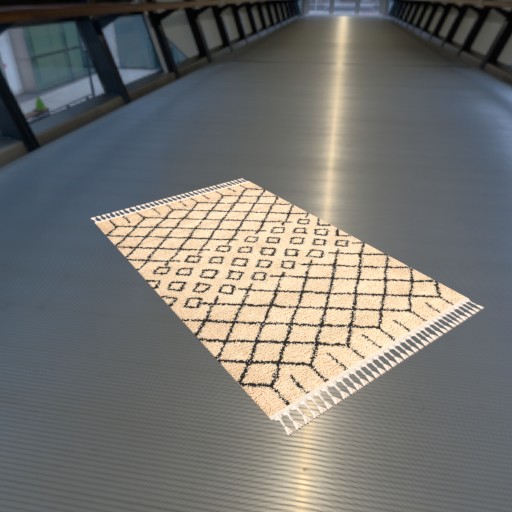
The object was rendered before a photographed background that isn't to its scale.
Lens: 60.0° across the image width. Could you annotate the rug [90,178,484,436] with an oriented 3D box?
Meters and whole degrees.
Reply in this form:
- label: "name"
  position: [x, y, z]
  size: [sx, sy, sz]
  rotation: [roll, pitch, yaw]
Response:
- label: "rug"
  position: [0.000, 0.000, 2.468]
  size: [1.196, 0.008, 2.006]
  rotation: [-21, 37, -30]
